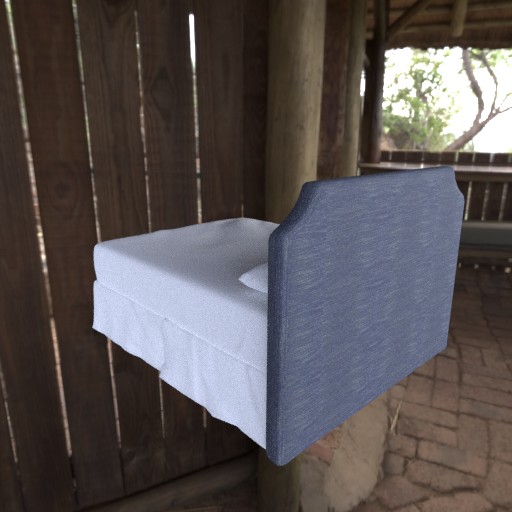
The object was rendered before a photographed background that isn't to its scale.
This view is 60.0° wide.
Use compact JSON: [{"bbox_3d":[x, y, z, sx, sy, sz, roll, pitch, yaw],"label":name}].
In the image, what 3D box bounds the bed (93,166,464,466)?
[{"bbox_3d":[0.000,0.000,3.113,1.693,1.290,2.116,-14,21,-41],"label":"bed"}]
